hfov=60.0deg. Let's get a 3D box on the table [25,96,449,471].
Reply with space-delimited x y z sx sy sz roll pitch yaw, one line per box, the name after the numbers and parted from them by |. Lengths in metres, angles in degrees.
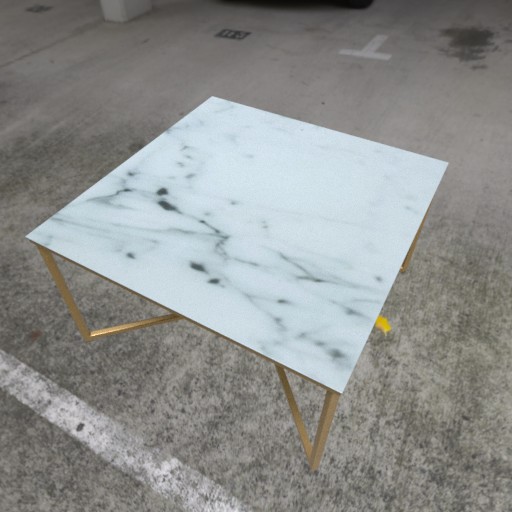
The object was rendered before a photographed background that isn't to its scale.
0.000 0.000 1.312 0.800 0.450 0.800 22 50 20 | table
